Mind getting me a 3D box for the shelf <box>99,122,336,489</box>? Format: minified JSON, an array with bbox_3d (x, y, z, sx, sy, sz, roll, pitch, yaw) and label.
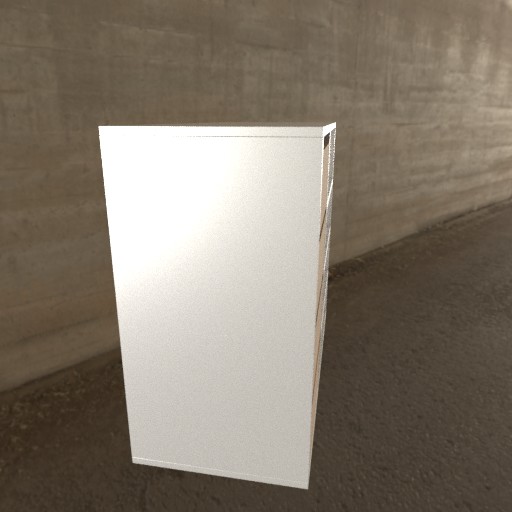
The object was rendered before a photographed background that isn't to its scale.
[{"bbox_3d":[0.000,0.000,1.279,0.396,0.732,0.895,3,18,10],"label":"shelf"}]
